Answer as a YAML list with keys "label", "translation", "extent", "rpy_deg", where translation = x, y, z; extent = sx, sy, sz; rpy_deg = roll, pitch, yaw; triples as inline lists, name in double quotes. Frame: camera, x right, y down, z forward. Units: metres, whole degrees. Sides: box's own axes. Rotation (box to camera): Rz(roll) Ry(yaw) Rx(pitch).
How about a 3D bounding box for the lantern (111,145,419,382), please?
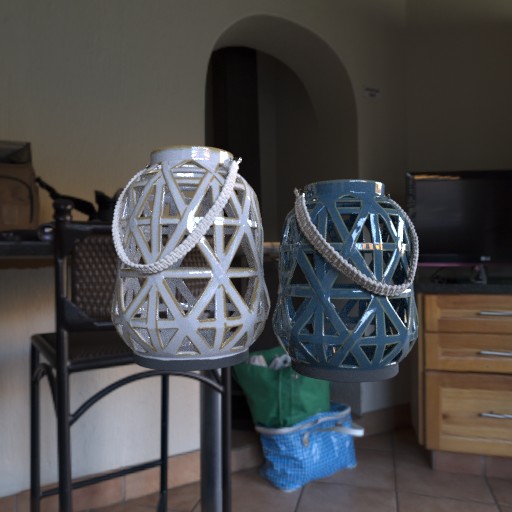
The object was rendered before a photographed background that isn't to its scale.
- label: "lantern"
  translation: [0.000, 0.000, 0.636]
  extent: [0.439, 0.307, 0.245]
  rpy_deg: [0, -1, 18]
